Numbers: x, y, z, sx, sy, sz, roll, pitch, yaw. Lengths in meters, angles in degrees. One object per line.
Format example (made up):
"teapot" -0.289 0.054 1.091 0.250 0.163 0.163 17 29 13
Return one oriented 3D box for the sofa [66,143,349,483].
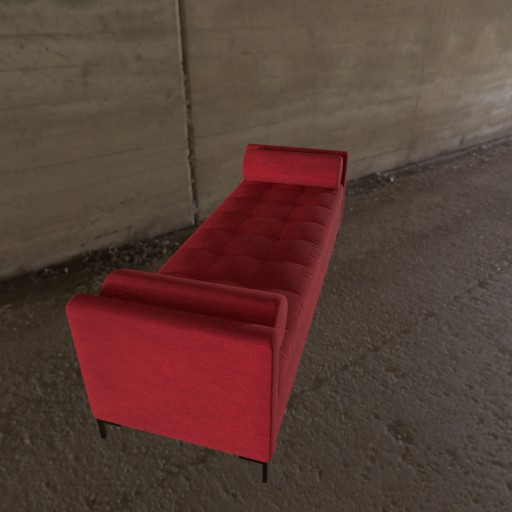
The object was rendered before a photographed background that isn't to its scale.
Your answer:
"sofa" 0.000 0.000 2.276 0.686 0.635 1.981 8 30 14
